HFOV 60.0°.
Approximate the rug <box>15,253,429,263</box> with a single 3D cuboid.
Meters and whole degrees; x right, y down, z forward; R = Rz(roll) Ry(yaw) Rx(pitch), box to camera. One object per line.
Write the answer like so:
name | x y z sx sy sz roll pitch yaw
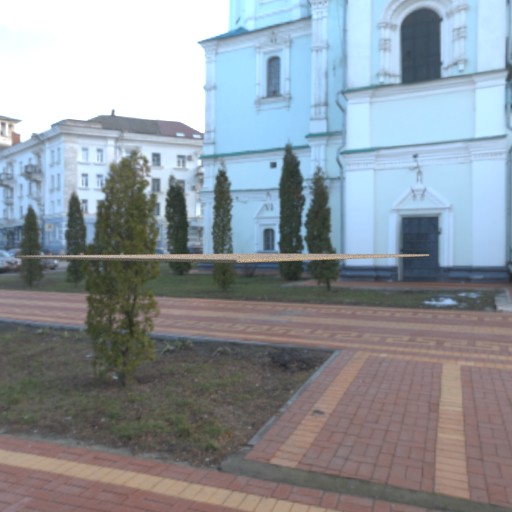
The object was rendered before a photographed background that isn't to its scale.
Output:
rug | 0.000 0.000 2.263 1.219 0.010 1.829 1 1 36
